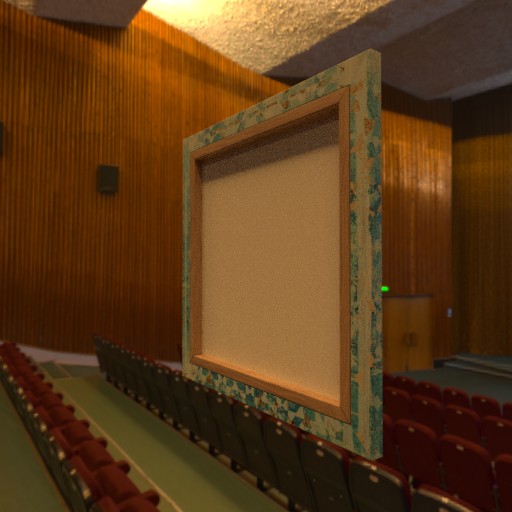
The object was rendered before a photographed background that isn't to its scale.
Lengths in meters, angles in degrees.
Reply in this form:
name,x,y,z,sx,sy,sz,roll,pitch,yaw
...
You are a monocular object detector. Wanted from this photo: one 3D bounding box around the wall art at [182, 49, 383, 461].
name,x,y,z,sx,sy,sz,roll,pitch,yaw
wall art,0.000,0.000,1.363,0.040,0.916,0.916,1,-1,-36
